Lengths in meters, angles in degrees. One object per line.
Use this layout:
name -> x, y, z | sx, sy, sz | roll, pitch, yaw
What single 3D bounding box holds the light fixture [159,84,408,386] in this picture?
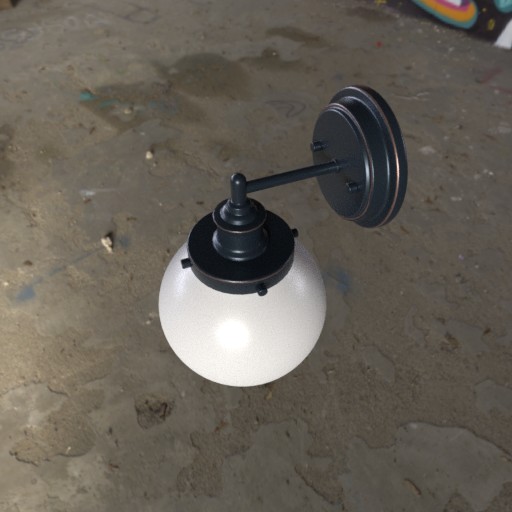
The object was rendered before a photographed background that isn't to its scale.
light fixture -> 0.000, 0.000, 0.480 | 0.230, 0.332, 0.197 | -16, 49, -14
